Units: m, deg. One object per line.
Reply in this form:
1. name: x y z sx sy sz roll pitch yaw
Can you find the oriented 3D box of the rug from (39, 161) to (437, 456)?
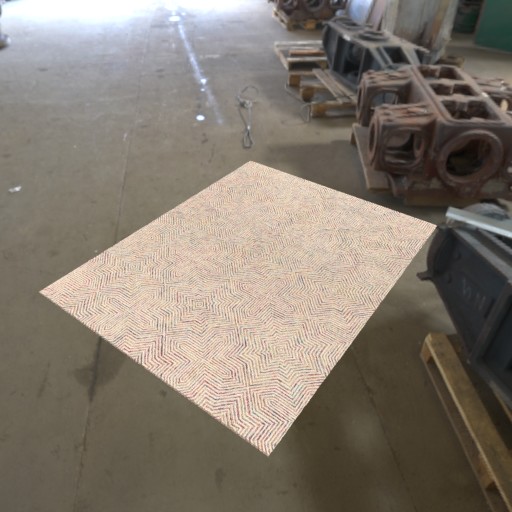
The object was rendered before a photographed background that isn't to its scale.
1. rug: 0.000 0.000 4.231 2.442 0.008 3.046 25 45 27
